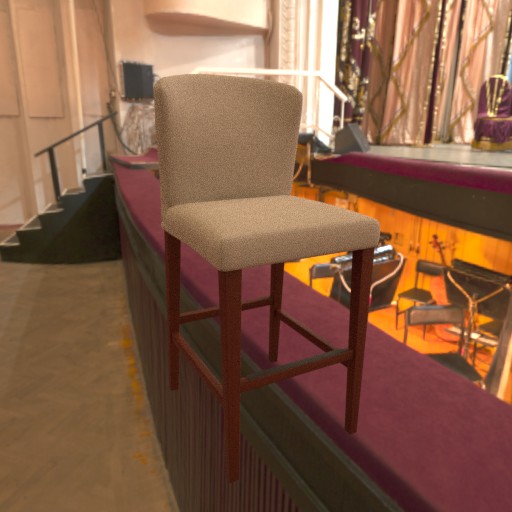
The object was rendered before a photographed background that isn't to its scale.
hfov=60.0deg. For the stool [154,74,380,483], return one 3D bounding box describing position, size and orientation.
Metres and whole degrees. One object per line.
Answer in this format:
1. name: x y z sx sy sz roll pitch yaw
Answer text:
1. stool: 0.000 0.000 1.343 0.481 1.069 0.568 -9 19 -27
